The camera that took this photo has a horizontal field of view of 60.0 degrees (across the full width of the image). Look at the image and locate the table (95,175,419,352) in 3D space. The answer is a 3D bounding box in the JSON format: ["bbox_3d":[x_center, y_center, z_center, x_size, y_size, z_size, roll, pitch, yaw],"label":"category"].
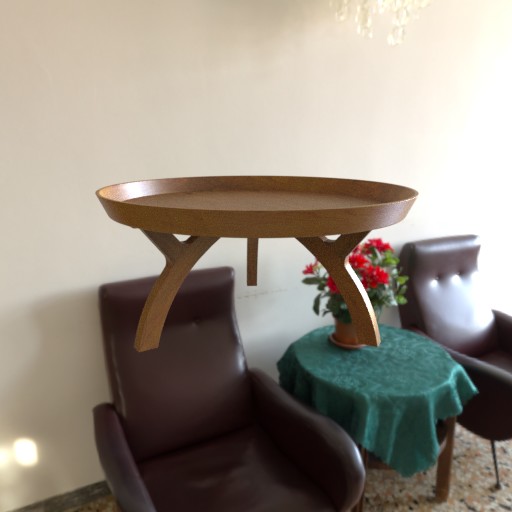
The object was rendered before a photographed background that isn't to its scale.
[{"bbox_3d":[0.000,0.000,1.525,1.016,0.470,1.016,0,15,0],"label":"table"}]
